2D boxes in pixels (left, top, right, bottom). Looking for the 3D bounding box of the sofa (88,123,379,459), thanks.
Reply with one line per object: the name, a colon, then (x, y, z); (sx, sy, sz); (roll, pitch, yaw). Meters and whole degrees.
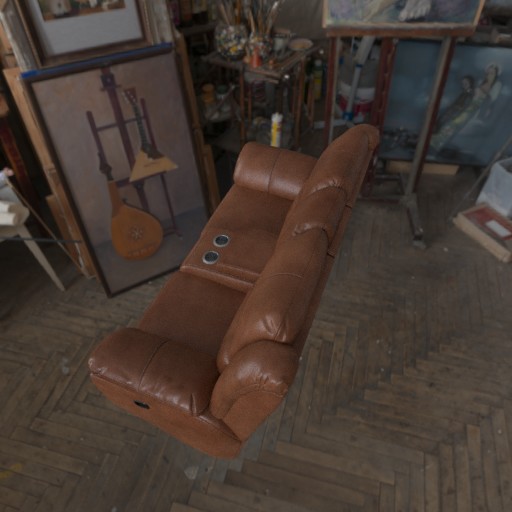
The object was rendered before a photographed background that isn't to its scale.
sofa: (0.000, 0.000, 2.629); (0.991, 1.043, 2.058); (15, 48, 14)
